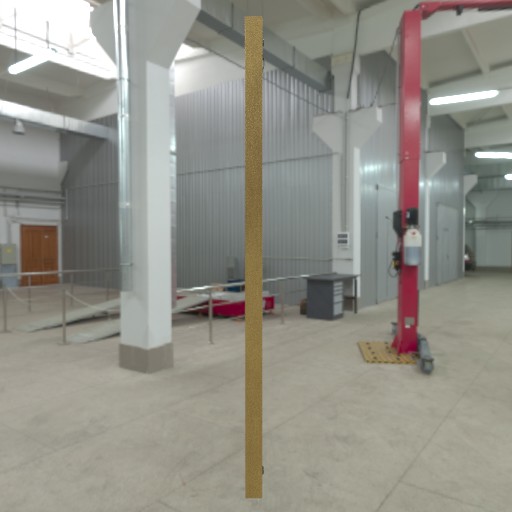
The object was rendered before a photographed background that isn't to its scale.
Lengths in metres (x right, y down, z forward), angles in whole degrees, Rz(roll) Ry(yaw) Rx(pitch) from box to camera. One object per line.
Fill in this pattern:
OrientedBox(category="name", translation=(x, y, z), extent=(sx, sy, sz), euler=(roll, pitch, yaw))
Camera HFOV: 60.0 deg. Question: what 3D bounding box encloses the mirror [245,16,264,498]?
OrientedBox(category="mirror", translation=(0.000, 0.000, 1.314), extent=(0.041, 1.016, 0.762), euler=(0, 2, 0))
